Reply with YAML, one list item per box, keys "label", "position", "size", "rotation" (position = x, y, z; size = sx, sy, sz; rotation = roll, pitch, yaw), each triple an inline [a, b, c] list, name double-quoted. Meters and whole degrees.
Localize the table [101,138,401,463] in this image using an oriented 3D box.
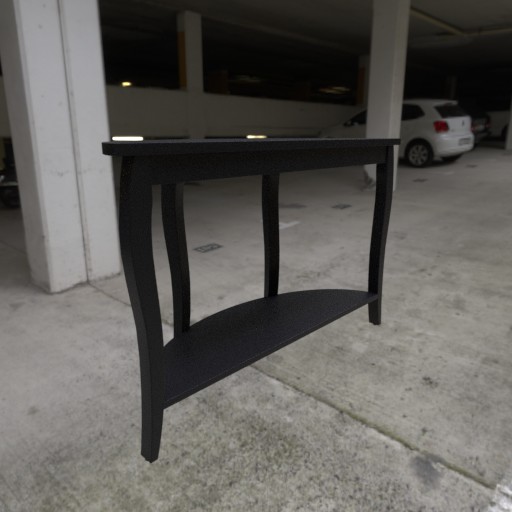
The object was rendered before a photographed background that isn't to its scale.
- label: "table"
  position: [0.000, 0.000, 1.534]
  size: [0.394, 0.780, 1.219]
  rotation: [14, 21, 42]
